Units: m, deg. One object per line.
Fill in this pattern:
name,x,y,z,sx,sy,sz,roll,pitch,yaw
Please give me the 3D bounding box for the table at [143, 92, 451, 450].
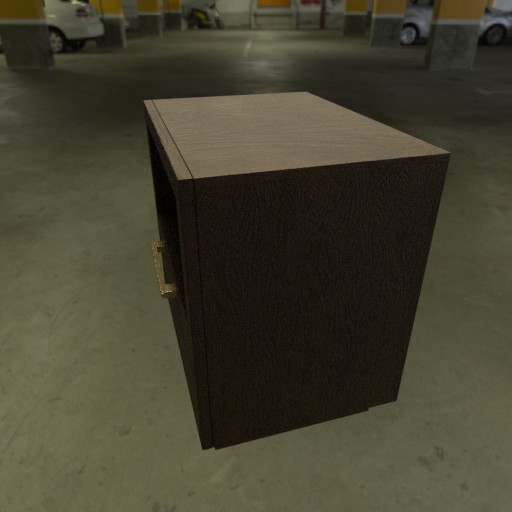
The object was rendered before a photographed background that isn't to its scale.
table,0.000,0.000,0.981,0.439,0.585,0.560,-8,31,-15
